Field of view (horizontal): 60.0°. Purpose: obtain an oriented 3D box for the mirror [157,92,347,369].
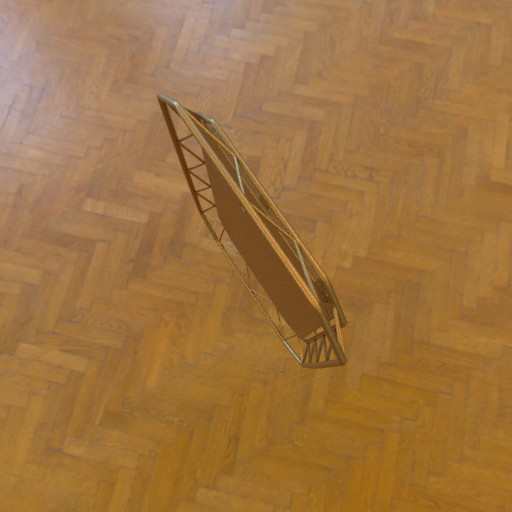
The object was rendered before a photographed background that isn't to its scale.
[{"bbox_3d":[0.000,0.000,0.744,0.042,0.566,0.417,-33,78,-8],"label":"mirror"}]
